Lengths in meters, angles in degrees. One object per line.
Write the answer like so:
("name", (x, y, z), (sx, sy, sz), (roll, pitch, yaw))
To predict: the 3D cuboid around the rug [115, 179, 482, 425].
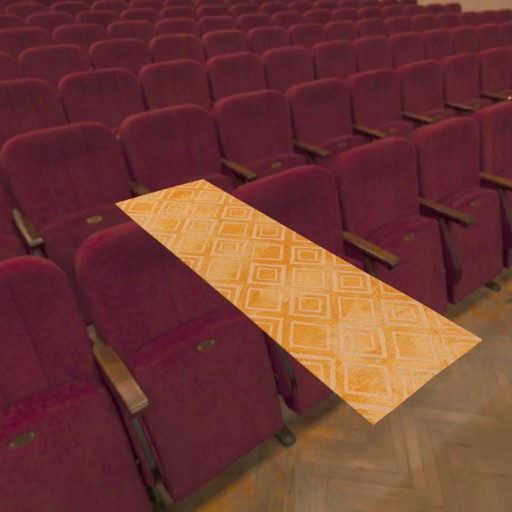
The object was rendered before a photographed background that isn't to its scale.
("rug", (0.000, 0.000, 2.672), (0.775, 0.010, 2.438), (-22, 38, -31))
